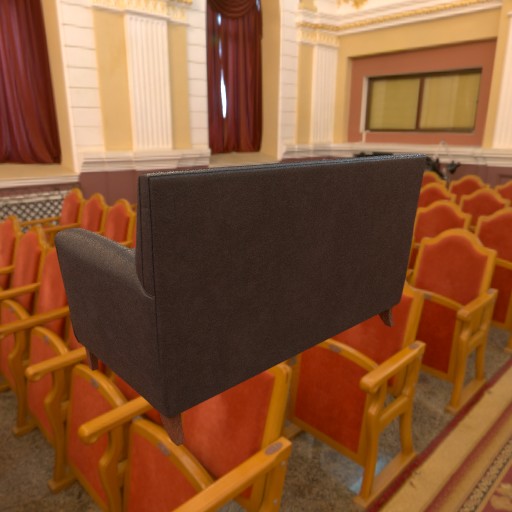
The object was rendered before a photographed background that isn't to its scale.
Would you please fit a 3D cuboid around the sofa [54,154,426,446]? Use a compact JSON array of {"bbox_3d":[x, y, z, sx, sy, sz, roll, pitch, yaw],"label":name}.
[{"bbox_3d":[0.000,0.000,1.979,1.473,0.871,0.787,-14,21,-41],"label":"sofa"}]
